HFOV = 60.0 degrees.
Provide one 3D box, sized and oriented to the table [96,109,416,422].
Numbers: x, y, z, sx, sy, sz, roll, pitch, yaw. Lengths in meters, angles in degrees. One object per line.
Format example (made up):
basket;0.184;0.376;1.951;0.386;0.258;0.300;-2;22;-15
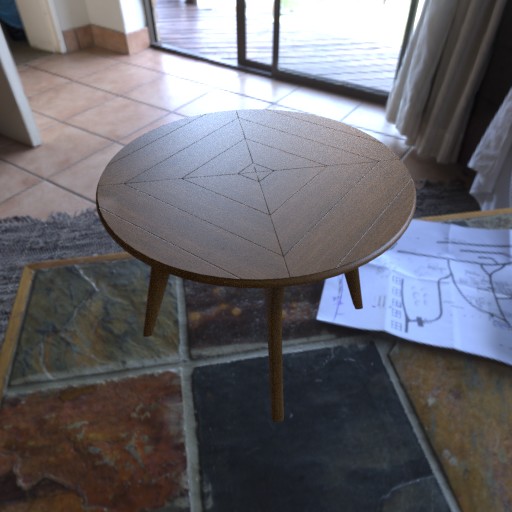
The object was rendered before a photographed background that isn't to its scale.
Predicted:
table;0.000;0.000;1.751;1.055;0.757;1.055;0;41;0
